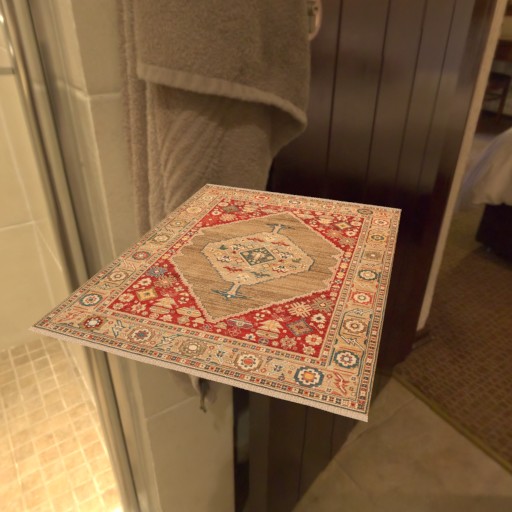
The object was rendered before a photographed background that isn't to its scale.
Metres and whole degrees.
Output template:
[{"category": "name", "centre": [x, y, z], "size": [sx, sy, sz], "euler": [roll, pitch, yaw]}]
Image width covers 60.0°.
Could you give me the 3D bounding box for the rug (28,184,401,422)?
[{"category": "rug", "centre": [0.000, 0.000, 4.165], "size": [2.451, 0.008, 3.143], "euler": [10, 32, 17]}]
